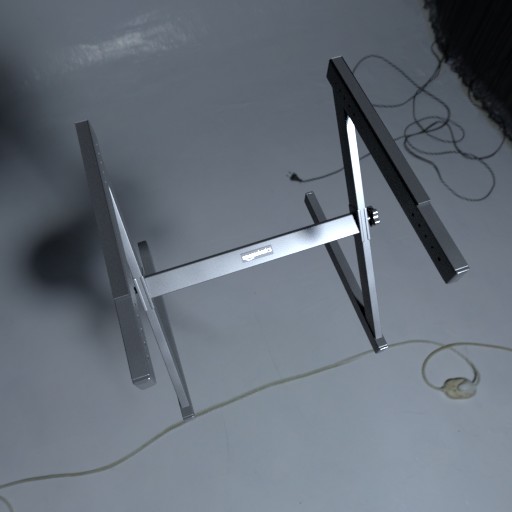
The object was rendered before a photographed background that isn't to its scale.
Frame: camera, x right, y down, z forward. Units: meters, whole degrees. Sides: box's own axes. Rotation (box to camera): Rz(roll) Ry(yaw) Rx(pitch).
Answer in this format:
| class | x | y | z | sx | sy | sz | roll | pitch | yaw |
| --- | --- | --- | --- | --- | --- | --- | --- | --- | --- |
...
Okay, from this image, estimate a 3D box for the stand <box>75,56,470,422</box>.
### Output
| class | x | y | z | sx | sy | sz | roll | pitch | yaw |
| --- | --- | --- | --- | --- | --- | --- | --- | --- | --- |
| stand | 0.000 | 0.000 | 1.150 | 0.700 | 0.617 | 0.586 | -17 | 65 | -8 |
